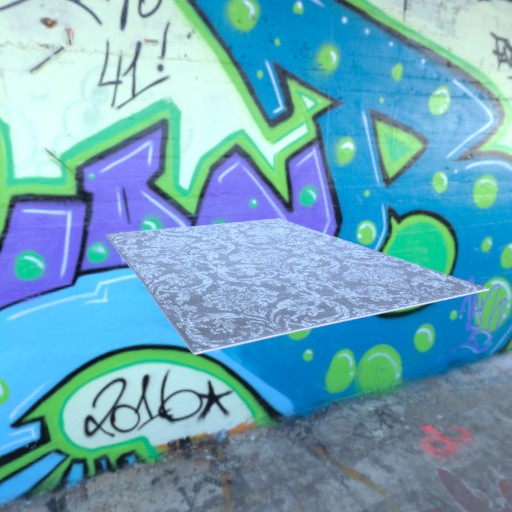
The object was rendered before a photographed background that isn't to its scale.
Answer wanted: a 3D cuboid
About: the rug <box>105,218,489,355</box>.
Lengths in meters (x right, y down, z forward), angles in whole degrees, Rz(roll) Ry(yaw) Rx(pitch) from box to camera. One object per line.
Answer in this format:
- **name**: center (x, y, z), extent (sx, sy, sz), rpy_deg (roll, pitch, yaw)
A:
- **rug**: center (0.000, 0.000, 2.885), extent (1.578, 0.014, 2.206), rpy_deg (-7, 17, -25)
